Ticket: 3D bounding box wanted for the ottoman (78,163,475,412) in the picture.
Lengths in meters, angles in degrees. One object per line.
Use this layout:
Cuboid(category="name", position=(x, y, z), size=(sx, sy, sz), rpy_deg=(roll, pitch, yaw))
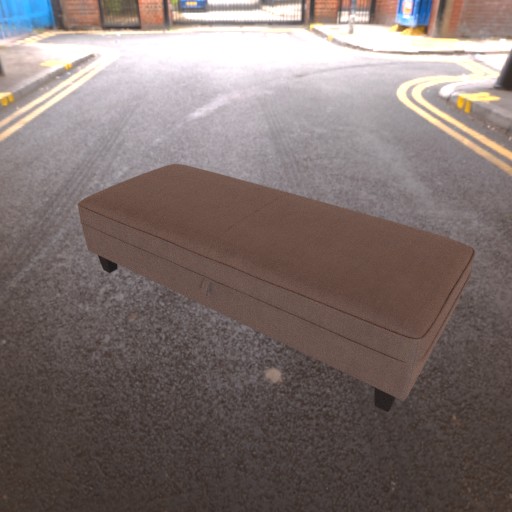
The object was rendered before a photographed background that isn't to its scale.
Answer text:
Cuboid(category="ottoman", position=(0.000, 0.000, 2.105), size=(1.764, 0.470, 0.751), rpy_deg=(21, 37, 30))
